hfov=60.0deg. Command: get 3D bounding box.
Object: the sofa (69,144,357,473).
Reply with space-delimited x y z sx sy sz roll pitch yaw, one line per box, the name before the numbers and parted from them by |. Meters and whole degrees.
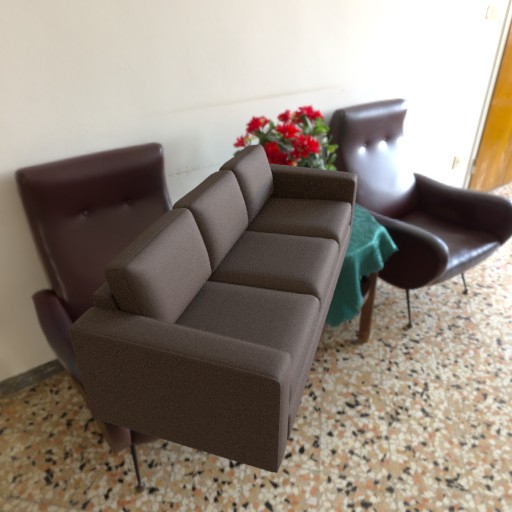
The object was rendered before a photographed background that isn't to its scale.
sofa | 0.000 0.000 2.608 0.900 0.806 2.160 10 32 16
